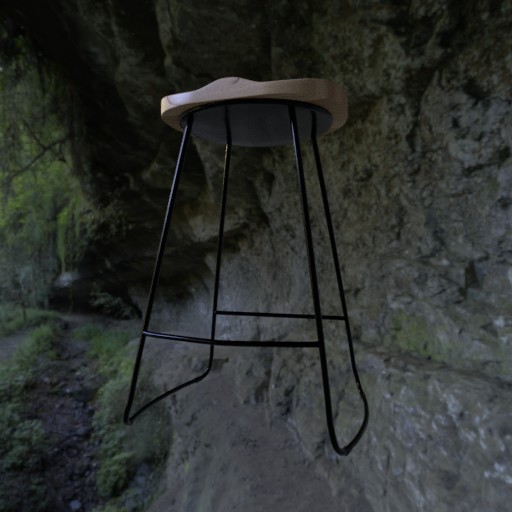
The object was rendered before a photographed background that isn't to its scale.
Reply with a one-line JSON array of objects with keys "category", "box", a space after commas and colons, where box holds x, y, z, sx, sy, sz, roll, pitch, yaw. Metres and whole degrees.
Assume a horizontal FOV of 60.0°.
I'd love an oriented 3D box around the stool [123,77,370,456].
[{"category": "stool", "box": [0.000, 0.000, 0.971, 0.480, 0.679, 0.401, 0, 0, 18]}]
